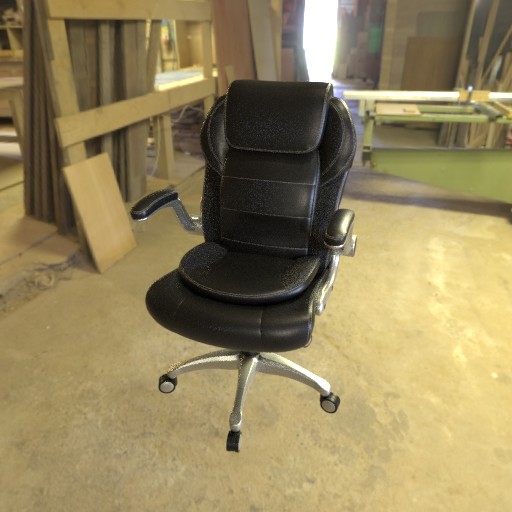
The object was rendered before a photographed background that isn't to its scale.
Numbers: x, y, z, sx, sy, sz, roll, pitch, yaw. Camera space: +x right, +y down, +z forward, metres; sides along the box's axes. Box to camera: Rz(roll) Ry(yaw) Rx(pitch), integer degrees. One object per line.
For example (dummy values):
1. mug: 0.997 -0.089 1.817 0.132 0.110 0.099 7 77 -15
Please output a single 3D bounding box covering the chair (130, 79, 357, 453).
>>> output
1. chair: 0.000 0.000 1.615 0.724 1.141 0.801 8 28 17
